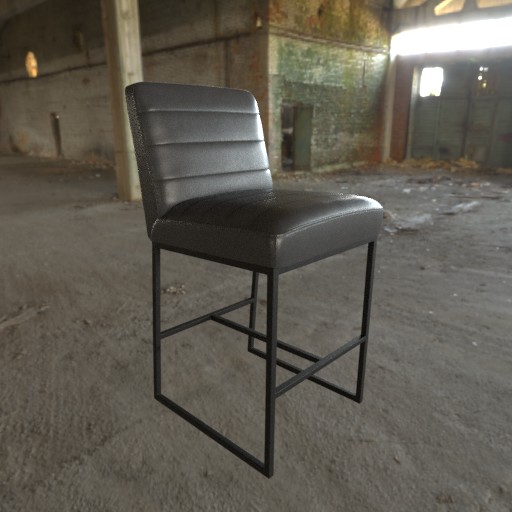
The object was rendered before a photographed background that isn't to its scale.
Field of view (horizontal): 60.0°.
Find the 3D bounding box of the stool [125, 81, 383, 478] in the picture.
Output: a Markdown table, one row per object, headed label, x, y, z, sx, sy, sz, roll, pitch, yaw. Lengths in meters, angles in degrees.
| label | x | y | z | sx | sy | sz | roll | pitch | yaw |
| --- | --- | --- | --- | --- | --- | --- | --- | --- | --- |
| stool | 0.000 | 0.000 | 1.264 | 0.552 | 0.938 | 0.457 | 15 | 22 | 41 |
